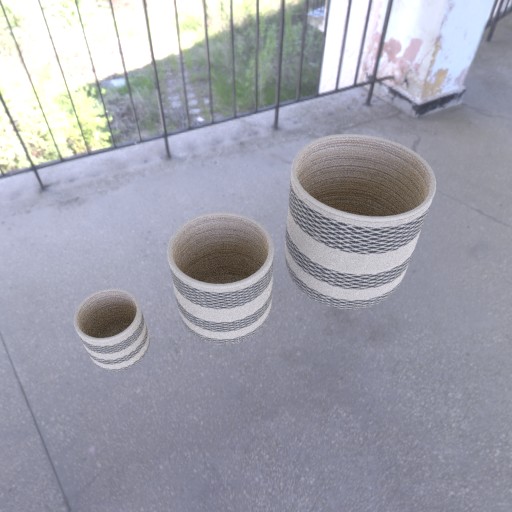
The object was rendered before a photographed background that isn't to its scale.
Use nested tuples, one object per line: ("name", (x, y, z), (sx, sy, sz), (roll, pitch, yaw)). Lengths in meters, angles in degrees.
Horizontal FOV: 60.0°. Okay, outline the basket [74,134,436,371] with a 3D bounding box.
("basket", (0.000, 0.000, 1.123), (0.917, 0.356, 0.351), (-18, 50, -16))
